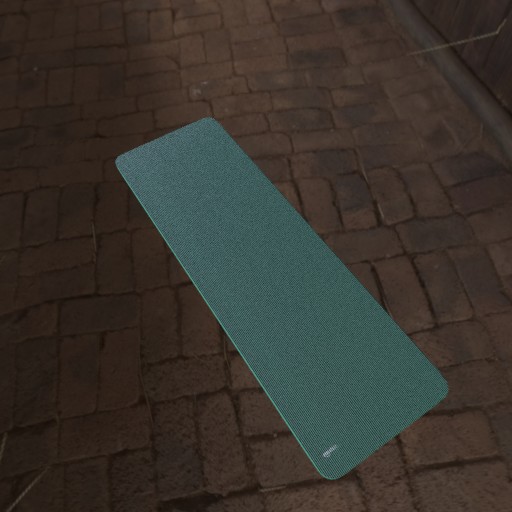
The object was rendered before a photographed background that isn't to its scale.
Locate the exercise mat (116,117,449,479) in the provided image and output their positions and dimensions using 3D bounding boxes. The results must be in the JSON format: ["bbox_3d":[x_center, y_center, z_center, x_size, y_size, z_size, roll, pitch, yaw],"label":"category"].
[{"bbox_3d":[0.000,0.000,2.042,0.616,0.021,1.869,-29,63,-17],"label":"exercise mat"}]
